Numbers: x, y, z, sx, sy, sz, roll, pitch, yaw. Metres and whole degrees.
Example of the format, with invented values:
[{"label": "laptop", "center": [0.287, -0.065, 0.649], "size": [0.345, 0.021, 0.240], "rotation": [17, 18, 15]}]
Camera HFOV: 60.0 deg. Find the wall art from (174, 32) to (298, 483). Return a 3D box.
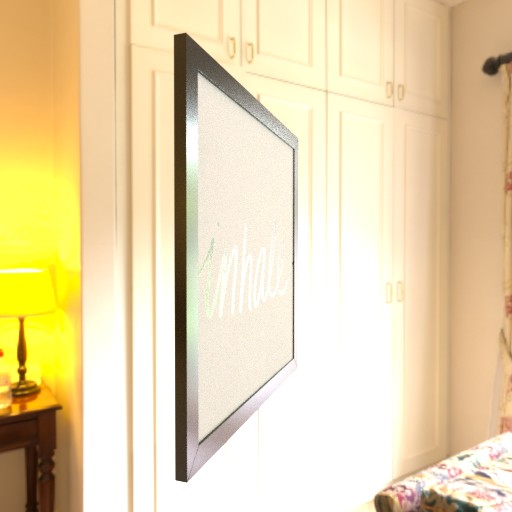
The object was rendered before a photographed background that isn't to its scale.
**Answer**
[{"label": "wall art", "center": [0.000, 0.000, 0.649], "size": [0.014, 0.445, 0.446], "rotation": [0, 1, 20]}]
